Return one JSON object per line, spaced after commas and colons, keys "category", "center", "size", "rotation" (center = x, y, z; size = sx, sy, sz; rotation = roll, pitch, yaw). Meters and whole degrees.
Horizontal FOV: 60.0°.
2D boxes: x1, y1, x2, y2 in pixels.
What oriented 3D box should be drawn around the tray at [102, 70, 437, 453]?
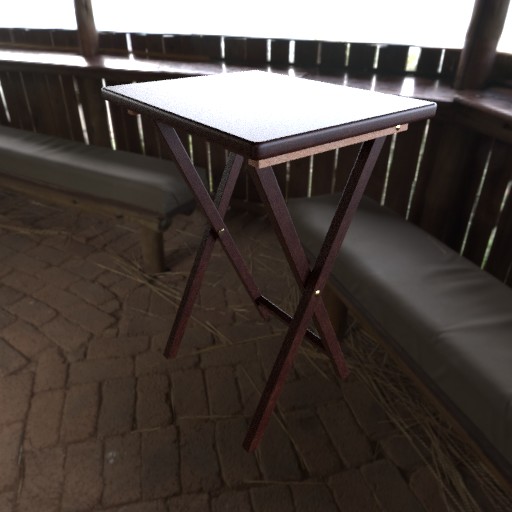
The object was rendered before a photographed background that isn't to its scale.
{"category": "tray", "center": [0.000, 0.000, 0.949], "size": [0.381, 0.660, 0.483], "rotation": [-22, 37, -32]}
